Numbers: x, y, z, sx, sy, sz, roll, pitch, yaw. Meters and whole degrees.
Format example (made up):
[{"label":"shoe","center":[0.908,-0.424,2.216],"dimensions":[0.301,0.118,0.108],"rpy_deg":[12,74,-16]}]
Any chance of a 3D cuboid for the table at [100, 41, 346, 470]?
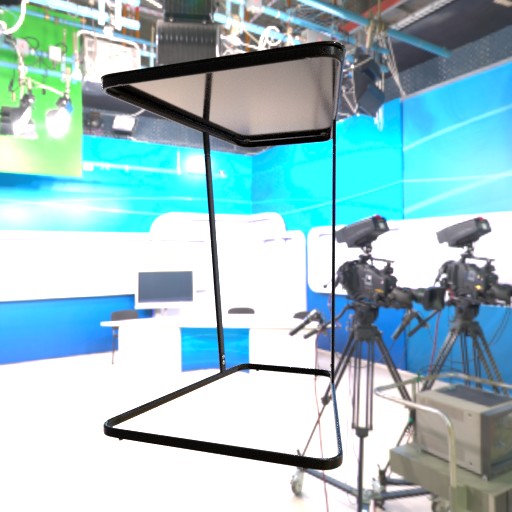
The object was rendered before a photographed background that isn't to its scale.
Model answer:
[{"label":"table","center":[0.000,0.000,0.934],"dimensions":[0.427,0.624,0.500],"rpy_deg":[0,0,19]}]
